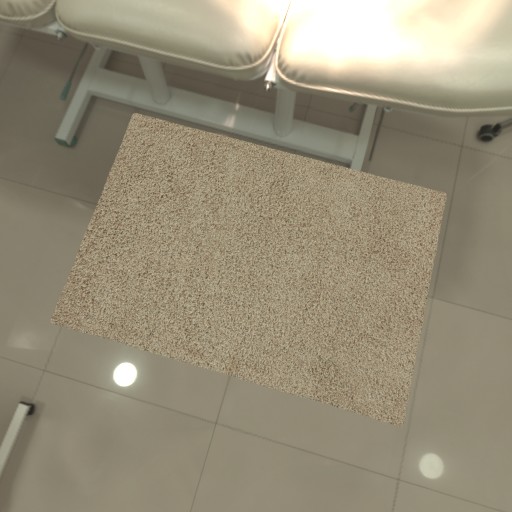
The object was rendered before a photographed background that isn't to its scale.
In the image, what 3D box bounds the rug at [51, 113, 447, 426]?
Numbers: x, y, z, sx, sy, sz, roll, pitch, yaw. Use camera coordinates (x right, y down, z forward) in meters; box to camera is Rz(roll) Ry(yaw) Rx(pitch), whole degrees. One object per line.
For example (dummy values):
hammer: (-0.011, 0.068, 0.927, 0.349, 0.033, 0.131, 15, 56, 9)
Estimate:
rug: (0.000, 0.000, 2.285, 1.778, 0.030, 1.219, 15, 76, 4)
